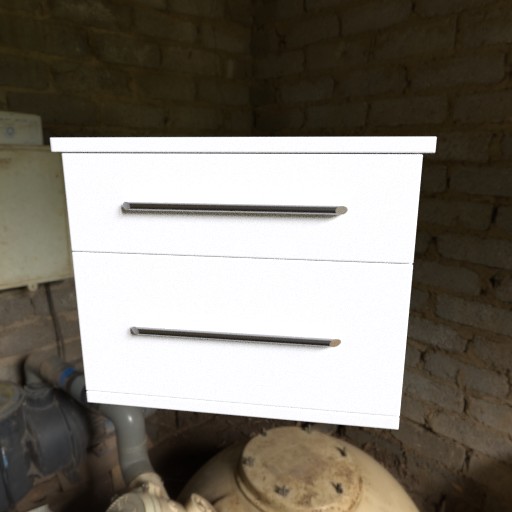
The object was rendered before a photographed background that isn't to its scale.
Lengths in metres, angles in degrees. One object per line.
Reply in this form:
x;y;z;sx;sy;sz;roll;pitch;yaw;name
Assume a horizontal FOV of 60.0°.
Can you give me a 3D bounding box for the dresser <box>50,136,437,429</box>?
0.000;0.000;0.707;0.430;0.360;0.400;2;14;8;dresser
